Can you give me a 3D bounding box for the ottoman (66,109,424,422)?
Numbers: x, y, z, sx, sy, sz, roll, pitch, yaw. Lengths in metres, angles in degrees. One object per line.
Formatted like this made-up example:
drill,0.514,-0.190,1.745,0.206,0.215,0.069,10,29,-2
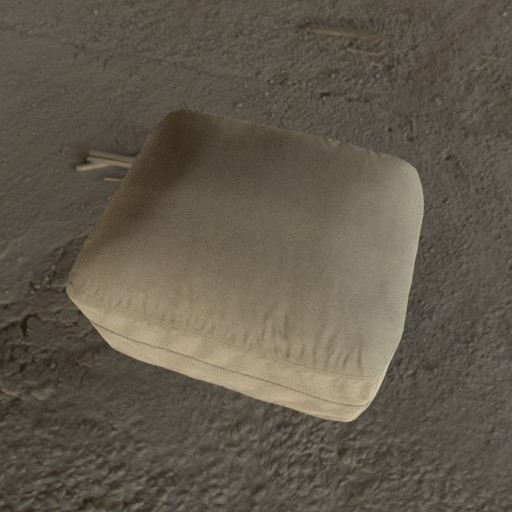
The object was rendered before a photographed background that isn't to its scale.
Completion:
ottoman,0.000,0.000,1.091,0.712,0.480,0.584,15,61,9
